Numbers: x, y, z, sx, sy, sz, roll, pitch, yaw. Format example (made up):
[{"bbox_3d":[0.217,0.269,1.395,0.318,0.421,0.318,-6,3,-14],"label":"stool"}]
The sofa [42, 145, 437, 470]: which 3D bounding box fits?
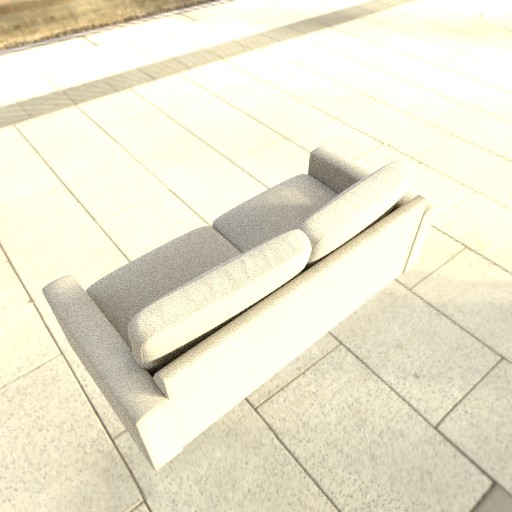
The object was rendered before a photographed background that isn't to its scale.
[{"bbox_3d":[0.000,0.000,2.652,2.179,0.873,1.016,-31,53,-28],"label":"sofa"}]
